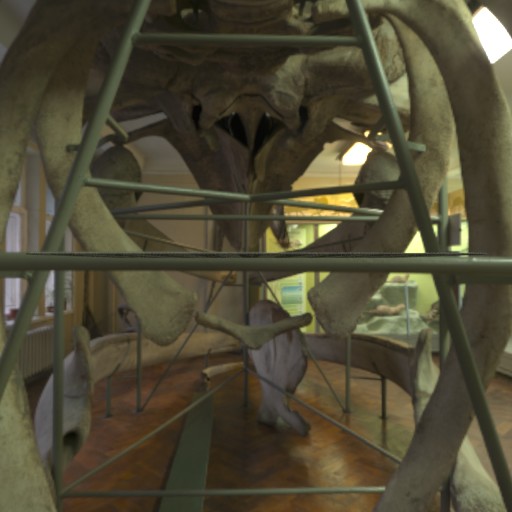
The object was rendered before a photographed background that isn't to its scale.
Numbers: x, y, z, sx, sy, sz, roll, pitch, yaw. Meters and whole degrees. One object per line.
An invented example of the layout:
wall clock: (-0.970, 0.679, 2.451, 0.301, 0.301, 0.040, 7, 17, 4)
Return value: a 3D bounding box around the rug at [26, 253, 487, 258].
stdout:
rug: (0.000, 0.000, 3.146, 2.476, 0.011, 1.554, 0, -1, -1)
